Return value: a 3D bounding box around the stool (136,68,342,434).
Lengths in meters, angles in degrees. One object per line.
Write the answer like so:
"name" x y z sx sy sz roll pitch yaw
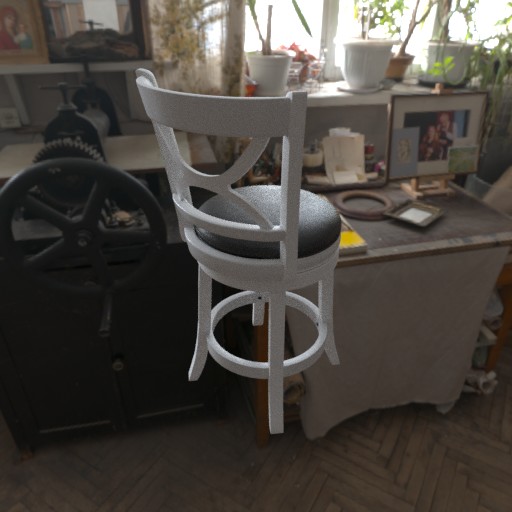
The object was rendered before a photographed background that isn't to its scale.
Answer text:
"stool" 0.000 0.000 1.218 0.444 0.953 0.508 21 37 32
